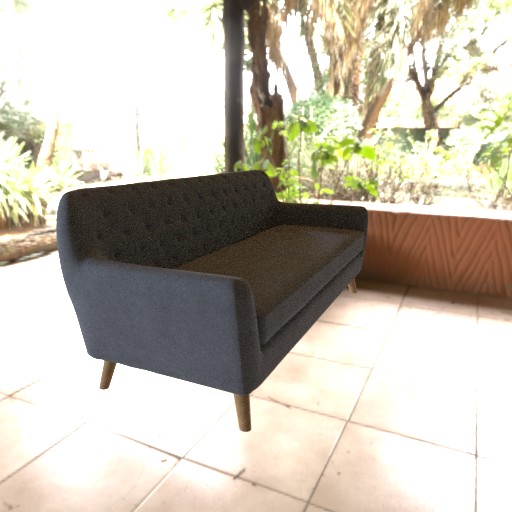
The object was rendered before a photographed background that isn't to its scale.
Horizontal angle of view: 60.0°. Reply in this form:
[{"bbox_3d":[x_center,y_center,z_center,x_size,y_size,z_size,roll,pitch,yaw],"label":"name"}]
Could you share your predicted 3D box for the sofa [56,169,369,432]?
[{"bbox_3d":[0.000,0.000,2.397,0.830,0.830,1.970,6,15,24],"label":"sofa"}]
